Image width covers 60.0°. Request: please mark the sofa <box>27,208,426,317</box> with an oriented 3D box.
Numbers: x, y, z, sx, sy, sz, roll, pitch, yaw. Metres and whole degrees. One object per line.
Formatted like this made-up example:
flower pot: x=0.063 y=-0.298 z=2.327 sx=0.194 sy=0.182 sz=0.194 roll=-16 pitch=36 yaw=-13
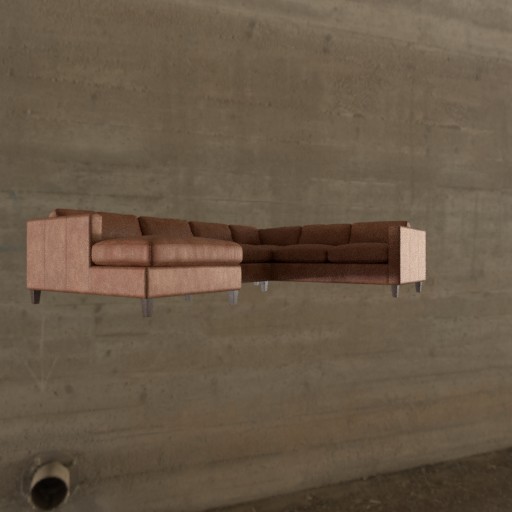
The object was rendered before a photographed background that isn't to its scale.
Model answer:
sofa: x=0.000 y=0.000 z=4.475 sx=2.430 sy=0.832 sz=3.401 roll=0 pitch=0 yaw=36
